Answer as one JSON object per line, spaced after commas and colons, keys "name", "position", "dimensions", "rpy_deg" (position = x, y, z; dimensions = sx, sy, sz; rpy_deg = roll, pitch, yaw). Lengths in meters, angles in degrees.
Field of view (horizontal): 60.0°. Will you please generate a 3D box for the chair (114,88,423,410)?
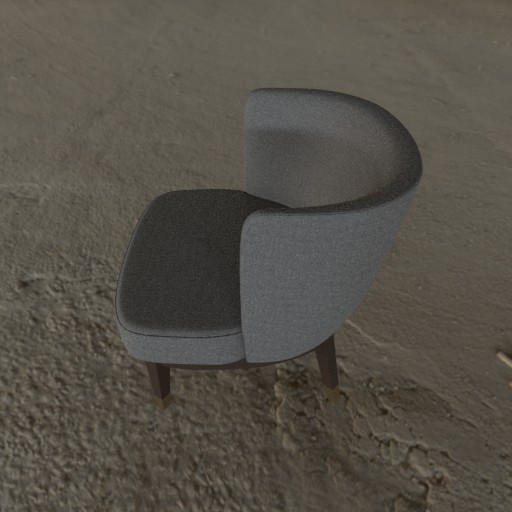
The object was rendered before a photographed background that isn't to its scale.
{"name": "chair", "position": [0.000, 0.000, 1.206], "dimensions": [0.698, 0.695, 0.639], "rpy_deg": [0, 40, 0]}
